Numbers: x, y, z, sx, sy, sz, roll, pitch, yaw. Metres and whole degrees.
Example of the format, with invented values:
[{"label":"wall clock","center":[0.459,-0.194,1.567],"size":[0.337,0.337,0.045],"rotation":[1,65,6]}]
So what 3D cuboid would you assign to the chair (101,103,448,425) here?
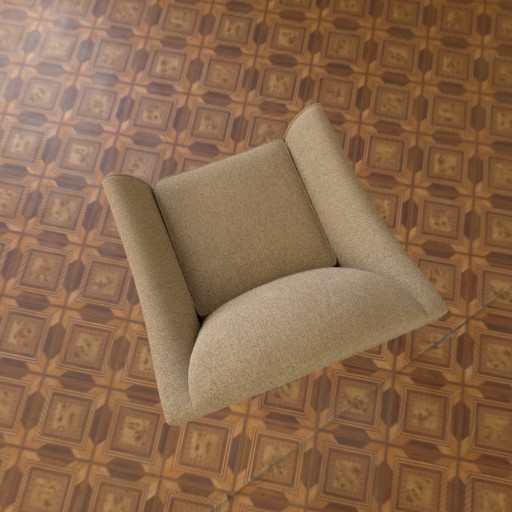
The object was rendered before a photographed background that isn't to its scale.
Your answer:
[{"label":"chair","center":[0.000,0.000,1.459],"size":[0.763,0.839,0.787],"rotation":[-21,76,-5]}]
